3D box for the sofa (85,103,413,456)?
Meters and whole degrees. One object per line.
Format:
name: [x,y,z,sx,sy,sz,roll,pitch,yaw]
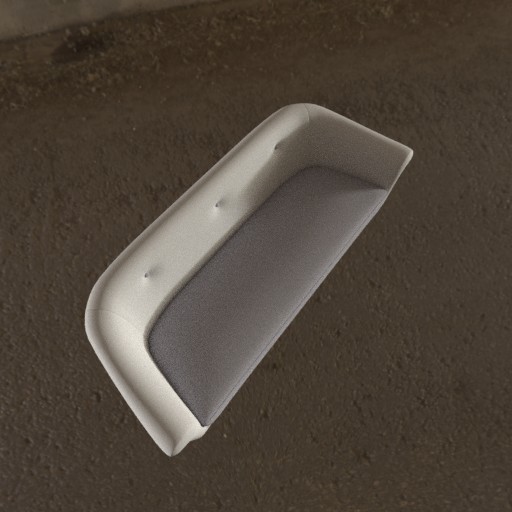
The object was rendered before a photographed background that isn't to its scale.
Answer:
sofa: [0.000,0.000,2.563,0.827,0.795,2.160,34,65,18]
